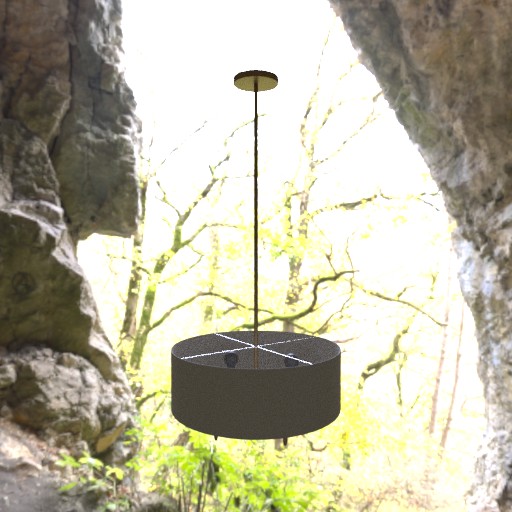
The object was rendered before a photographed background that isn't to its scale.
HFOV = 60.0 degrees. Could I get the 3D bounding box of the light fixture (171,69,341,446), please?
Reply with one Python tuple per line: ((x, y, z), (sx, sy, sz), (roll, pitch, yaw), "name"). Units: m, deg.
((0.000, 0.000, 1.341), (0.508, 1.067, 0.508), (0, 1, 0), "light fixture")
